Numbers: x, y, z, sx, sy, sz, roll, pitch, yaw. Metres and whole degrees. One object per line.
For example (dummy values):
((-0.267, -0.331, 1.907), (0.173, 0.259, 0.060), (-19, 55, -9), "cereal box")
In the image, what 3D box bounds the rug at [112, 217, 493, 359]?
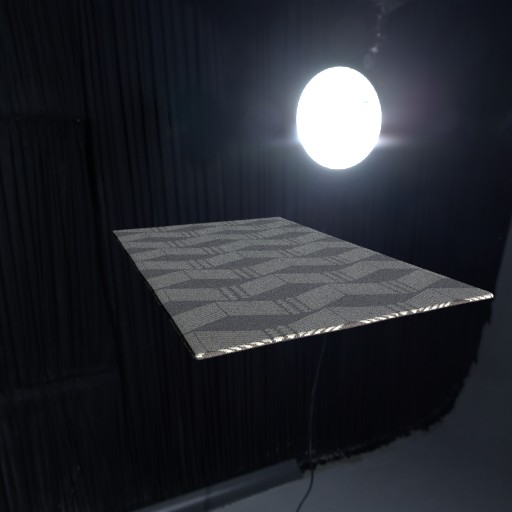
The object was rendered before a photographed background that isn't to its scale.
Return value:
((0.000, 0.000, 2.286), (1.210, 0.016, 1.833), (-7, 17, -23), "rug")
